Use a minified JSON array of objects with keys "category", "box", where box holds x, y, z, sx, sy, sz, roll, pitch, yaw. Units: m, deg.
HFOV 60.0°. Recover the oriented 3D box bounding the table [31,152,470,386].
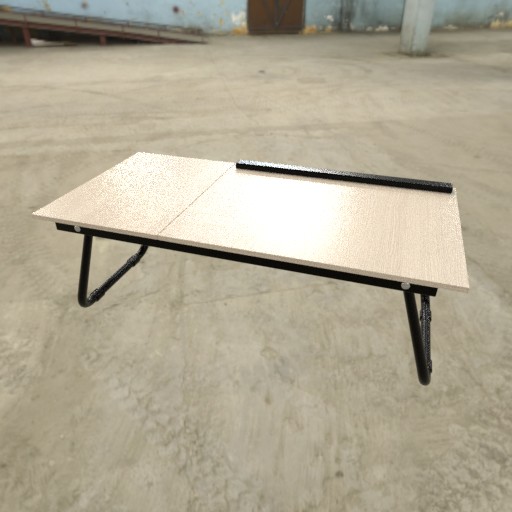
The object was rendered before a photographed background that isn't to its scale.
[{"category":"table","box":[0.000,0.000,0.800,0.644,0.242,0.322,10,33,16]}]
